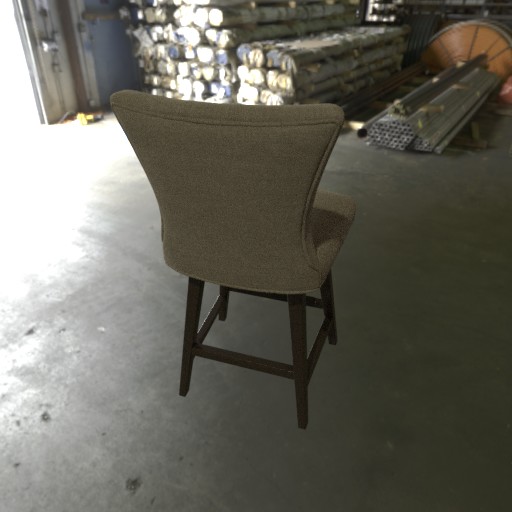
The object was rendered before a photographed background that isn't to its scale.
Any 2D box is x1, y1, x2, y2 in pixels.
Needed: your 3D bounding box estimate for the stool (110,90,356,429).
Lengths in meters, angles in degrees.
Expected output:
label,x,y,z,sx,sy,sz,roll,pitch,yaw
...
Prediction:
label,x,y,z,sx,sy,sz,roll,pitch,yaw
stool,0.000,0.000,1.333,0.514,1.000,0.574,10,32,16
